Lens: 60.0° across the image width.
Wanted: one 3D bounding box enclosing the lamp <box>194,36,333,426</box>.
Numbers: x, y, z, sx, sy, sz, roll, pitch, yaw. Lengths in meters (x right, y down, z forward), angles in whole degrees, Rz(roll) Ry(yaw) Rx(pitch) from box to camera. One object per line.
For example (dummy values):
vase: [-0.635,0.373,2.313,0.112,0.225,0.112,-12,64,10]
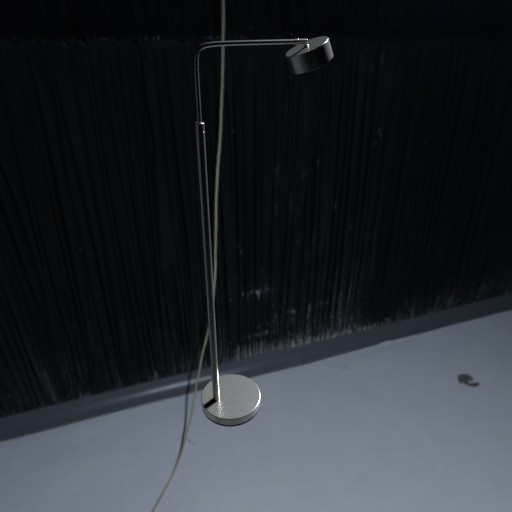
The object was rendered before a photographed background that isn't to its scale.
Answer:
lamp: [0.000,0.000,1.413,0.421,1.250,0.222,-9,31,-16]
